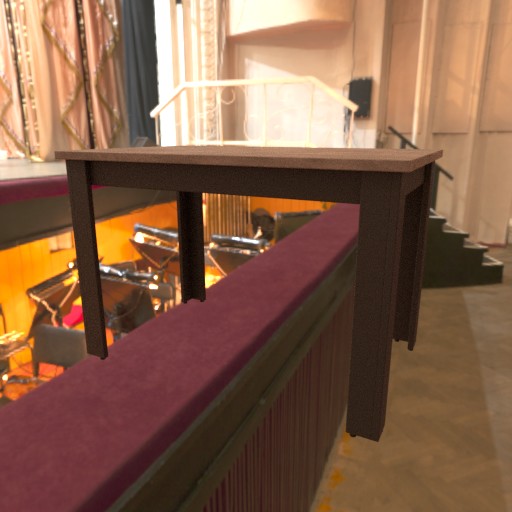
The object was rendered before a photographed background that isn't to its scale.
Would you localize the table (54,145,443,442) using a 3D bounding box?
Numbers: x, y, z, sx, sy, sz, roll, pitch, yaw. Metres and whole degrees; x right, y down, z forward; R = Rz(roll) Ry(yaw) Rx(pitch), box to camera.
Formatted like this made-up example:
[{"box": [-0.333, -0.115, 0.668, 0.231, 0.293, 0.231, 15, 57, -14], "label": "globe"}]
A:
[{"box": [0.000, 0.000, 1.579, 1.100, 0.734, 0.700, 8, 17, 26], "label": "table"}]
